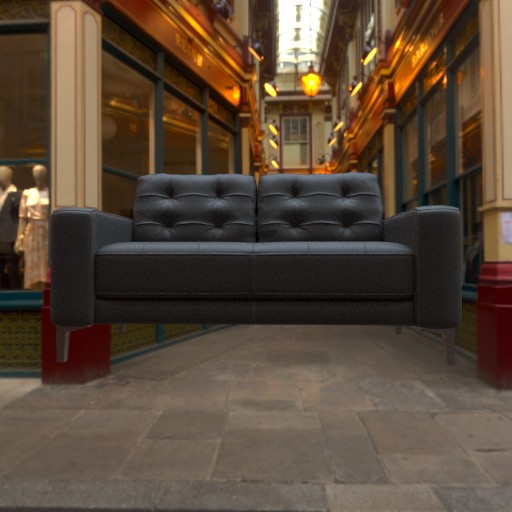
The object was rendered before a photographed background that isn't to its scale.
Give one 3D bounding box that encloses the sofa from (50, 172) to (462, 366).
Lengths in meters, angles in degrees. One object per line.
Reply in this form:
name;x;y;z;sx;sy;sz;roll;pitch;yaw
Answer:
sofa;0.000;0.000;2.215;1.726;0.893;0.833;0;0;2
